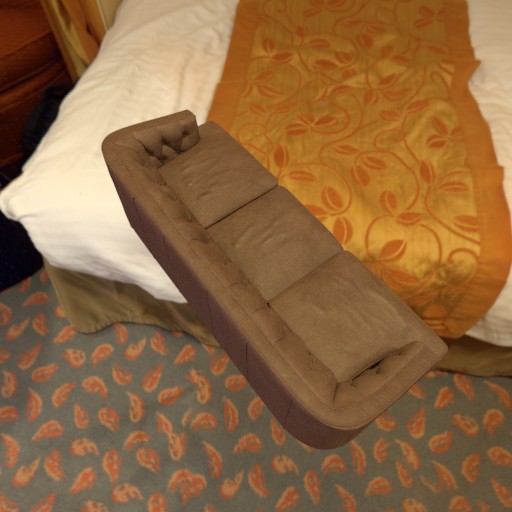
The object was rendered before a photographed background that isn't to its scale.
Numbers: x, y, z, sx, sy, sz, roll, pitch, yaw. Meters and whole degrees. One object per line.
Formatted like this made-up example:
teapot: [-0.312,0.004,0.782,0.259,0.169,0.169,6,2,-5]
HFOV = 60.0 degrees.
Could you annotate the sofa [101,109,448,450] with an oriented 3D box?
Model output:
sofa: [0.000,0.000,2.675,0.927,0.787,2.227,-33,63,-19]
